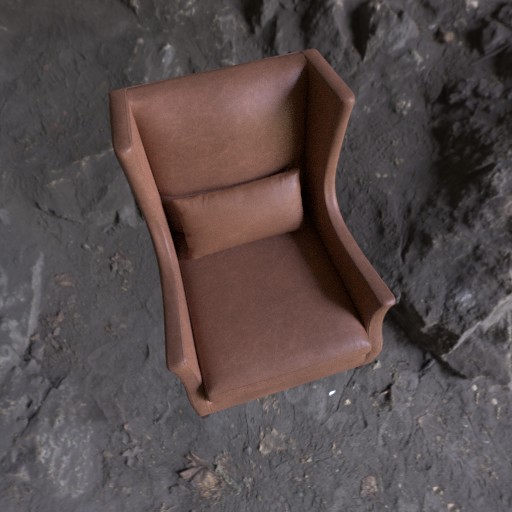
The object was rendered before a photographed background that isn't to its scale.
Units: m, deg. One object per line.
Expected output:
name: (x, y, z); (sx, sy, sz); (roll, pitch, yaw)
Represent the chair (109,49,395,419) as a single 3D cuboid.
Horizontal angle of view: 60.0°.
chair: (0.000, 0.000, 1.700); (0.815, 1.088, 0.913); (-15, 64, -8)
